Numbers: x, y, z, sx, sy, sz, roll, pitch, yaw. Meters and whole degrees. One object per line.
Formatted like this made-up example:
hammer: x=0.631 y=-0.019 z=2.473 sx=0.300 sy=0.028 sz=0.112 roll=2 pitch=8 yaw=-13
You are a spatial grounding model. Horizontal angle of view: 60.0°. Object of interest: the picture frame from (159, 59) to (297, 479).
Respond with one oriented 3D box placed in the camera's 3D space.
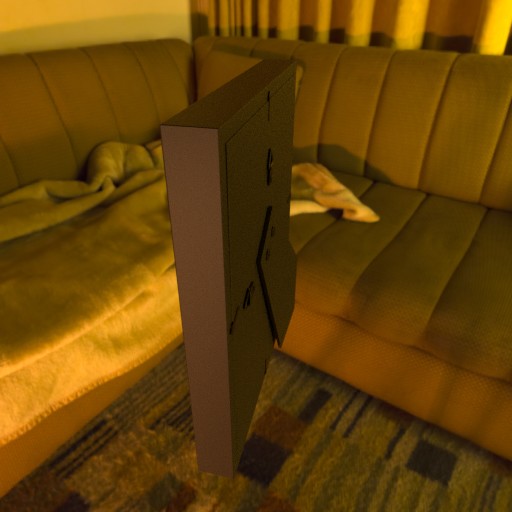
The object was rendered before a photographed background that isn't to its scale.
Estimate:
picture frame: x=0.000 y=0.000 z=0.384 sx=0.042 sy=0.284 sz=0.232 roll=7 pitch=32 yaw=12
